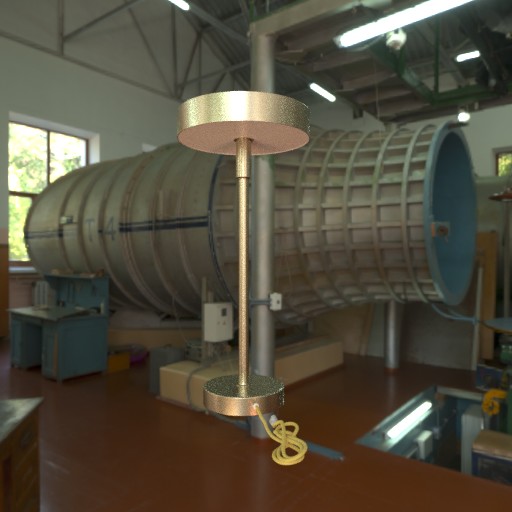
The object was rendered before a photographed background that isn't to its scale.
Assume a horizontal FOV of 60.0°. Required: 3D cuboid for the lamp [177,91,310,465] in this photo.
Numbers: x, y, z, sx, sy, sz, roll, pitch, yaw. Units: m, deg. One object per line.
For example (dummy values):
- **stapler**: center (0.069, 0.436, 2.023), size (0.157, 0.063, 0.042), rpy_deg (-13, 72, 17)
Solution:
- **lamp**: center (0.000, 0.000, 0.704), size (0.229, 0.508, 0.369), rpy_deg (0, 0, -18)
